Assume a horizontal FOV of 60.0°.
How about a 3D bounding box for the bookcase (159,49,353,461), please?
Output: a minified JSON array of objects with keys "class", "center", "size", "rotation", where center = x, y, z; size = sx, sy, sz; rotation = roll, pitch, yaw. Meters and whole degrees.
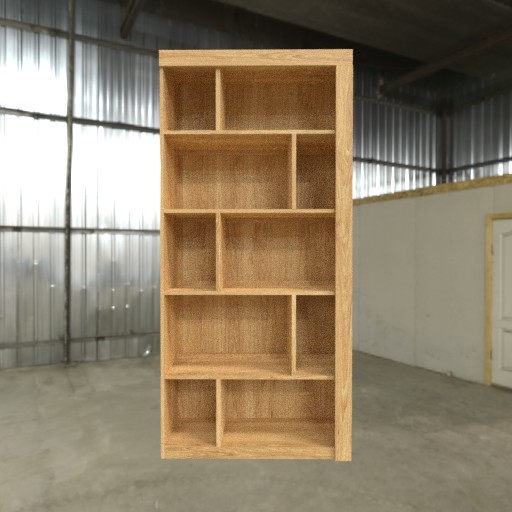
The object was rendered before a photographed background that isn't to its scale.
[{"class":"bookcase","center":[0.000,0.000,2.388],"size":[0.950,2.020,0.420],"rotation":[0,1,1]}]
